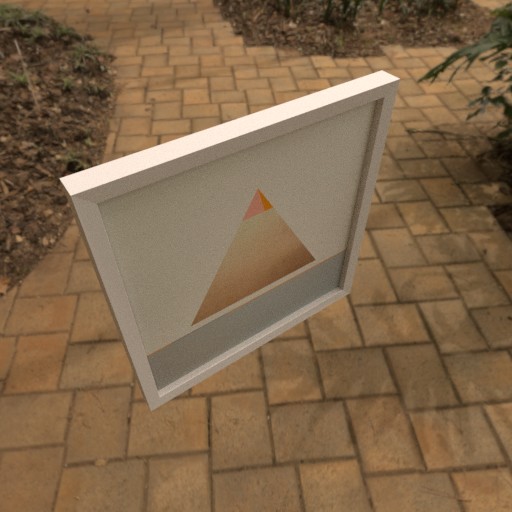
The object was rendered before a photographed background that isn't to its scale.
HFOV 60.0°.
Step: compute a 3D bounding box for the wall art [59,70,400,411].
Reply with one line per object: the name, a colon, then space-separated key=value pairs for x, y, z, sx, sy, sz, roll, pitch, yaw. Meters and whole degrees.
wall art: x=0.000 y=0.000 z=1.945 sx=1.289 sy=1.291 sz=0.098 roll=-26 pitch=51 yaw=-24
